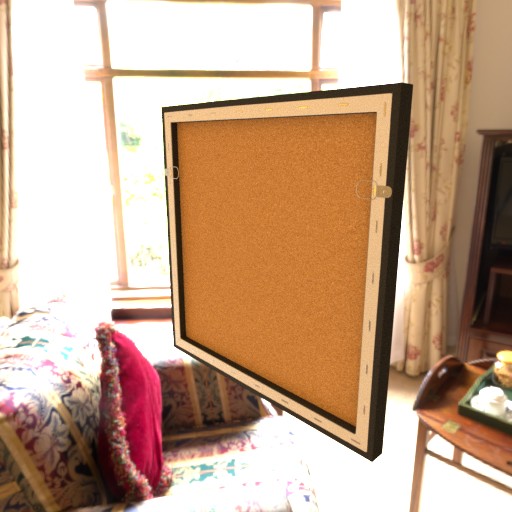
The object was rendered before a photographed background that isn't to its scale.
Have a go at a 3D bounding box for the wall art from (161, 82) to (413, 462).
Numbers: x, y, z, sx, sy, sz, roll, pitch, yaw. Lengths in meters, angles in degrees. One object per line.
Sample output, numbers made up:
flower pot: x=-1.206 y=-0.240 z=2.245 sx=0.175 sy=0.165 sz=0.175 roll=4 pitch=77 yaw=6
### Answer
wall art: x=0.000 y=0.000 z=1.126 sx=0.044 sy=0.758 sz=0.758 roll=-13 pitch=20 yaw=-42
